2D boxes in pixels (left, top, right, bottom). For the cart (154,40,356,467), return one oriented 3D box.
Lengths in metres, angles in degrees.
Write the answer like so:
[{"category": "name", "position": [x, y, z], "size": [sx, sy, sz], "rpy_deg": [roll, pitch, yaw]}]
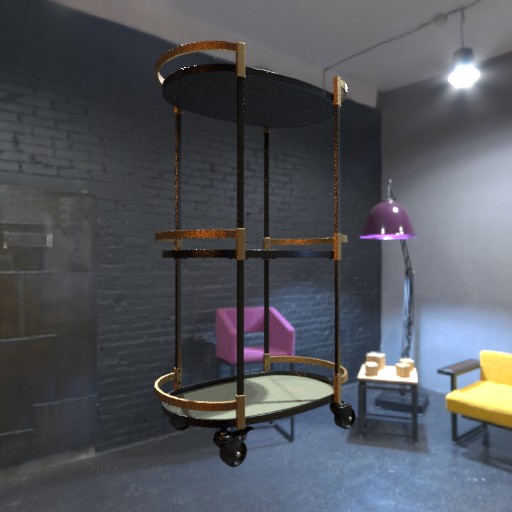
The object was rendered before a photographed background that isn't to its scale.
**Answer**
[{"category": "cart", "position": [0.000, 0.000, 1.124], "size": [0.515, 0.885, 0.311], "rpy_deg": [0, 0, -36]}]
